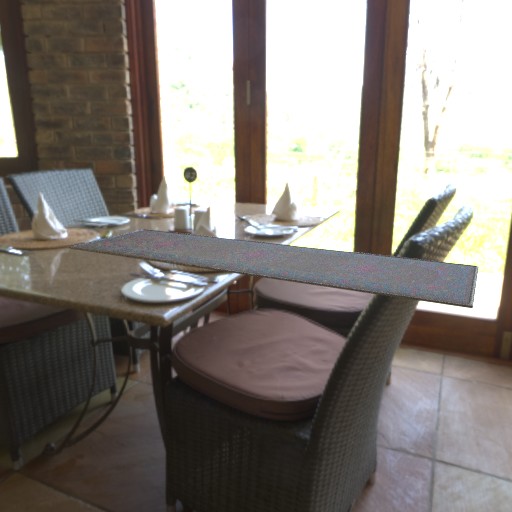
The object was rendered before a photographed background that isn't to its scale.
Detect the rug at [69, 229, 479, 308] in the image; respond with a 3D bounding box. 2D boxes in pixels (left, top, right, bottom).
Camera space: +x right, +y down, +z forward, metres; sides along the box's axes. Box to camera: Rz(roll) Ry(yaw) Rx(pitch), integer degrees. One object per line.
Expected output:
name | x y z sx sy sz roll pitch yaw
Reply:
rug | 0.000 0.000 2.036 1.827 0.012 0.553 7 16 27
